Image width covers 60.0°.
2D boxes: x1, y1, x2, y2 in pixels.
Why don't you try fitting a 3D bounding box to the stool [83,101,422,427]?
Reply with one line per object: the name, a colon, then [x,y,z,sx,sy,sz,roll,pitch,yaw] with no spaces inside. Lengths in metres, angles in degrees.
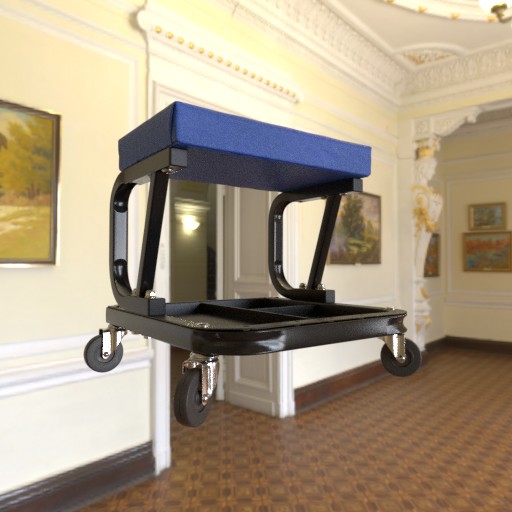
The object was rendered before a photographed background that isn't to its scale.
stool: [0.000,0.000,0.714,0.446,0.380,0.371,1,-1,-36]
